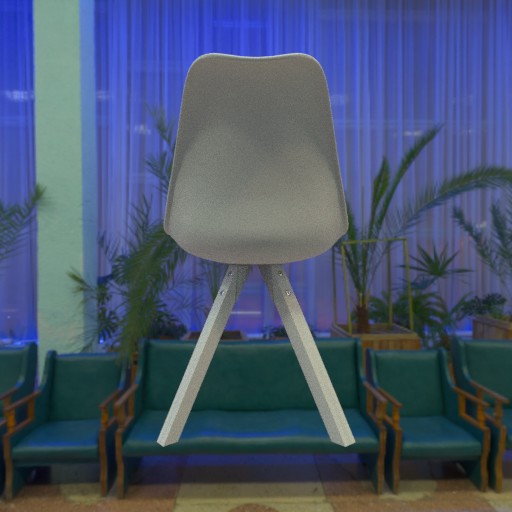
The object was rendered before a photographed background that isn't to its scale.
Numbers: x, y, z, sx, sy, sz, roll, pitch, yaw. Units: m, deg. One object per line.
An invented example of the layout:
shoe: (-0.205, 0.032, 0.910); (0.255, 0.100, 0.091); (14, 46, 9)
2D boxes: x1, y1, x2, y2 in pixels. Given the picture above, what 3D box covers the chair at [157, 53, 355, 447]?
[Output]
chair: (0.000, 0.000, 1.182); (0.485, 0.850, 0.550); (0, 1, 0)
